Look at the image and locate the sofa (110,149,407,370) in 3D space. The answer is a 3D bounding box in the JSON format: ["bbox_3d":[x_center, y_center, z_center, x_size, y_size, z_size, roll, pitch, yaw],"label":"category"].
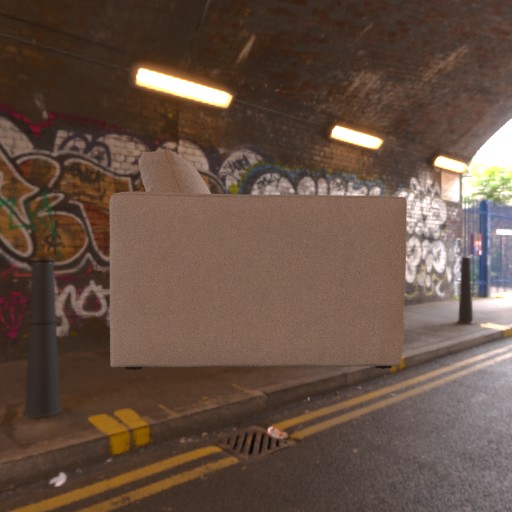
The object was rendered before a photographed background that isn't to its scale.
[{"bbox_3d":[0.000,0.000,2.535,1.091,0.839,1.905,0,0,-1],"label":"sofa"}]
